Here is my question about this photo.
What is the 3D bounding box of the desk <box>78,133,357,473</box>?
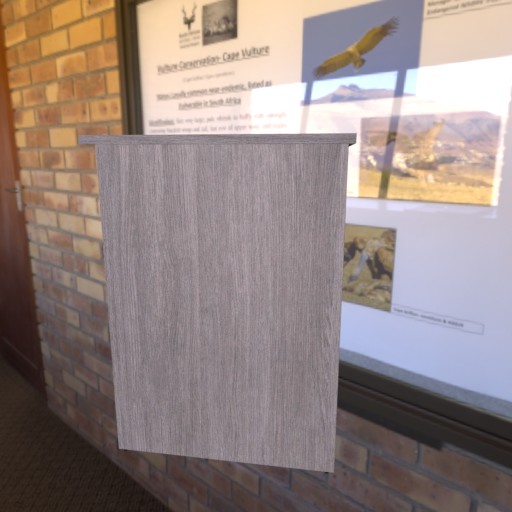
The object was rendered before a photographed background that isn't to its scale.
[{"bbox_3d":[0.000,0.000,1.475,0.560,0.735,1.097,2,13,9],"label":"desk"}]
